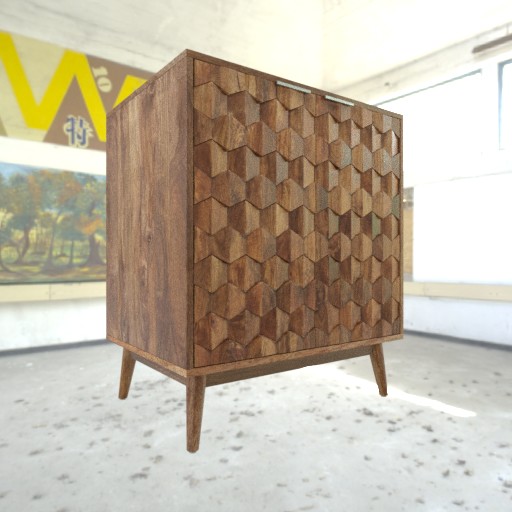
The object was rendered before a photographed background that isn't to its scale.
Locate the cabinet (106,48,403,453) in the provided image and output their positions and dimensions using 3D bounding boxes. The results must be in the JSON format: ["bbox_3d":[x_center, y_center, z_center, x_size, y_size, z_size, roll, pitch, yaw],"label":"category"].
[{"bbox_3d":[0.000,0.000,1.183,0.647,0.758,0.473,0,0,-36],"label":"cabinet"}]
